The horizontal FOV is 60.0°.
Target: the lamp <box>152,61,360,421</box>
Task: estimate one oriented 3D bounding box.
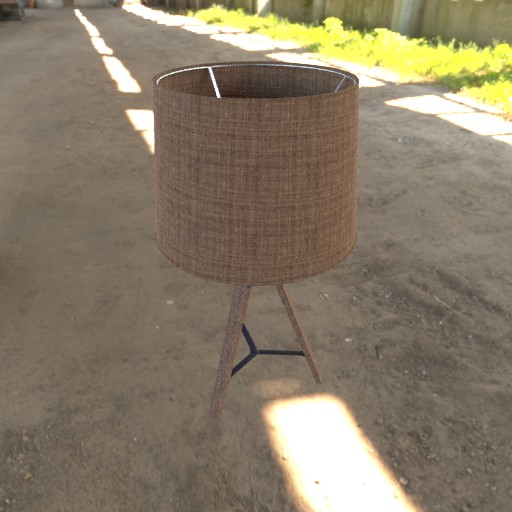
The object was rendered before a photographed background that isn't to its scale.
[{"bbox_3d":[0.000,0.000,0.675,0.290,0.514,0.290,0,32,0],"label":"lamp"}]
